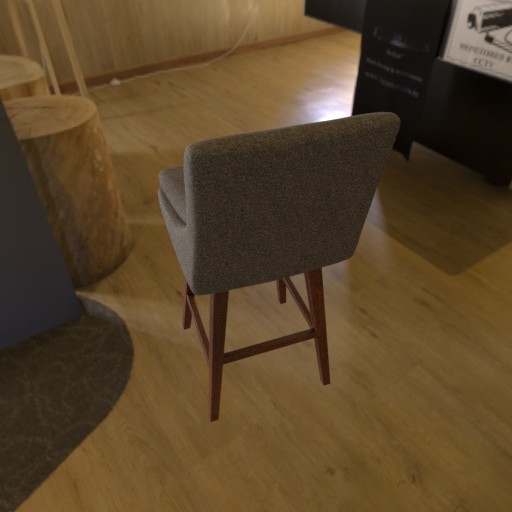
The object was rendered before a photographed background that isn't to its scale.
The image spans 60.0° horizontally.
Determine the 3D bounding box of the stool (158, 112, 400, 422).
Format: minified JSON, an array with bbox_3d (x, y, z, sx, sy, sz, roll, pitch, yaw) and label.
[{"bbox_3d":[0.000,0.000,1.366,0.489,1.068,0.572,-13,43,-14],"label":"stool"}]
